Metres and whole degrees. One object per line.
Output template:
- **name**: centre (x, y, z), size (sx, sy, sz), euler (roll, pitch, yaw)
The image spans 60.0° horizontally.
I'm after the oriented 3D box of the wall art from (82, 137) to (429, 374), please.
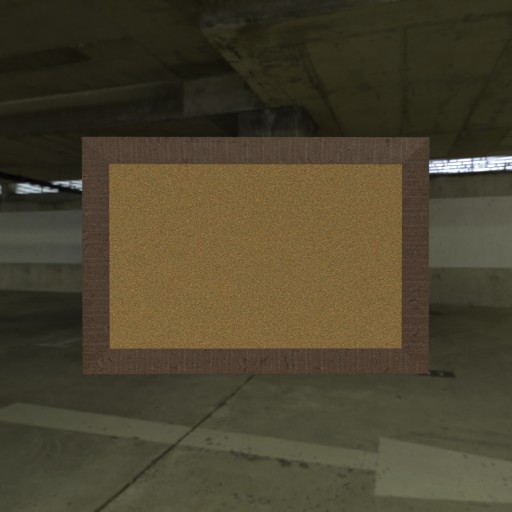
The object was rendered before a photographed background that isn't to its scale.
- **wall art**: centre (0.000, 0.000, 1.182), size (0.917, 0.626, 0.019), euler (0, 0, 0)
